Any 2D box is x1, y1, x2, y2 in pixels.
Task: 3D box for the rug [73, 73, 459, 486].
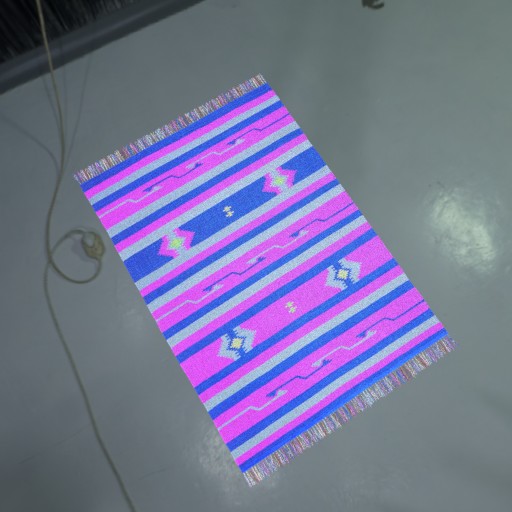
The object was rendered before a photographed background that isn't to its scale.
[{"bbox_3d":[0.000,0.000,2.915,1.539,0.013,2.350,-31,78,-8],"label":"rug"}]
